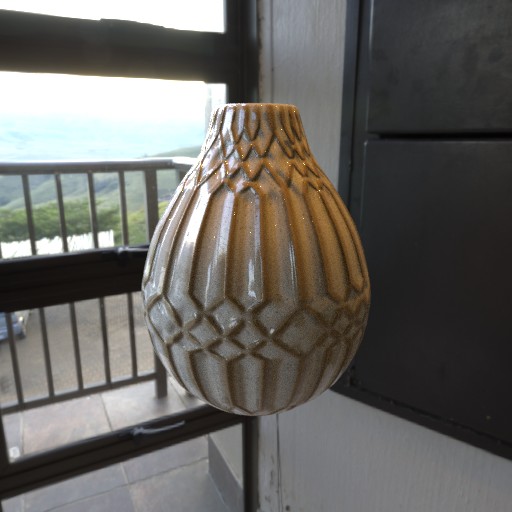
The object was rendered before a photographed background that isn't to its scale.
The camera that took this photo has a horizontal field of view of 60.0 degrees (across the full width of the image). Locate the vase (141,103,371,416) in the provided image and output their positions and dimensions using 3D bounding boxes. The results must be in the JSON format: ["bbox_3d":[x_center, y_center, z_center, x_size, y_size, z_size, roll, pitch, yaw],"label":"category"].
[{"bbox_3d":[0.000,0.000,0.312,0.159,0.200,0.159,0,15,0],"label":"vase"}]
